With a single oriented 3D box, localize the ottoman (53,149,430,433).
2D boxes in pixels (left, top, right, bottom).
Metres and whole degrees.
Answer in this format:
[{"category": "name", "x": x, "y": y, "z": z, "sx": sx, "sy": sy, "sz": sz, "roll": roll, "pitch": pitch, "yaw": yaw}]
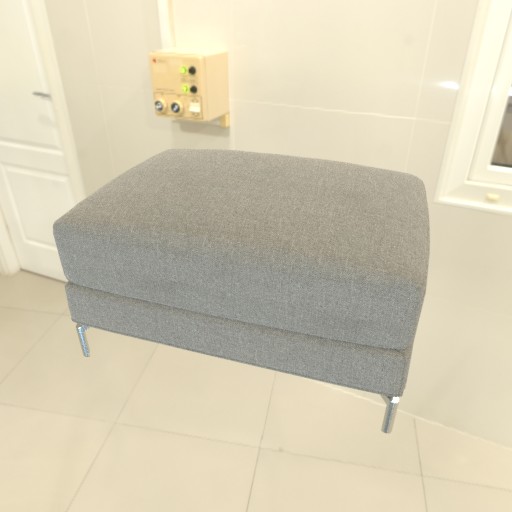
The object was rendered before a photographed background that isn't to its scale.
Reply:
[{"category": "ottoman", "x": 0.000, "y": 0.000, "z": 1.197, "sx": 0.838, "sy": 0.457, "sz": 0.584, "roll": 9, "pitch": 33, "yaw": 15}]
